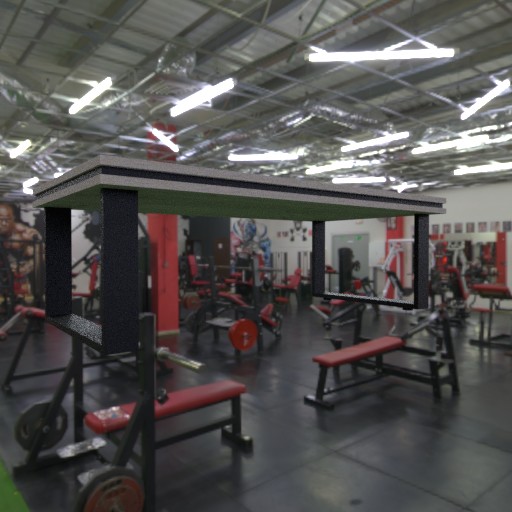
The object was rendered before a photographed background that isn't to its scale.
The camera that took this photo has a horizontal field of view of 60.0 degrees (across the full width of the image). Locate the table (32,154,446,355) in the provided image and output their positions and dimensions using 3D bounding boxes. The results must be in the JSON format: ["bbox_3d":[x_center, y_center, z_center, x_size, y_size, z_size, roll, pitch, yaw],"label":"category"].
[{"bbox_3d":[0.000,0.000,1.618,1.350,0.450,0.700,-1,1,-37],"label":"table"}]
